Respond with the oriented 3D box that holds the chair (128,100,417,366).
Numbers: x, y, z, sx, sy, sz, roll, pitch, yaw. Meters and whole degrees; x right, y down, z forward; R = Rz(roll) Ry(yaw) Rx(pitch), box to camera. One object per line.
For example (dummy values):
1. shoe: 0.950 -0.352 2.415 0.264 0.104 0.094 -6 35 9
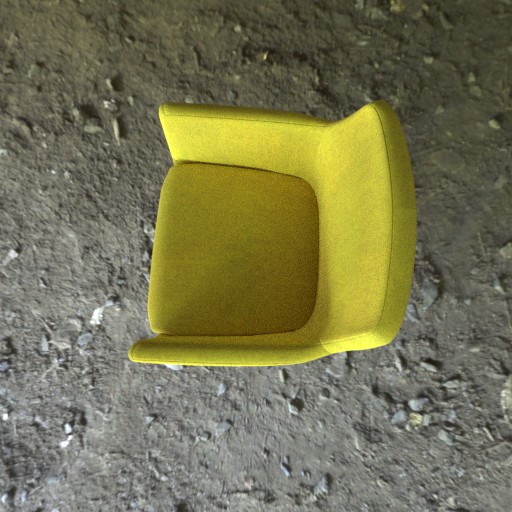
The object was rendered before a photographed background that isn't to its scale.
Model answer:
1. chair: 0.000 0.000 1.152 0.570 0.780 0.570 3 76 1
